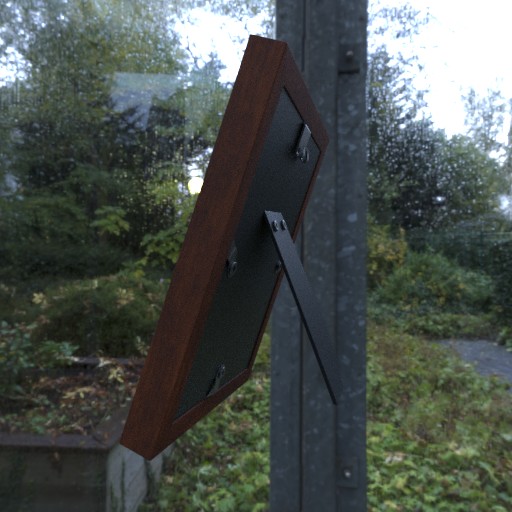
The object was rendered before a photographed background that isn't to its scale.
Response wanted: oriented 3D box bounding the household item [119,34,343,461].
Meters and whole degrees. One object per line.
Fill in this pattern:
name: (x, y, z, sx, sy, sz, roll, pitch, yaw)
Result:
household item: (0.000, 0.000, 0.287, 0.096, 0.204, 0.160, 0, -1, 16)
